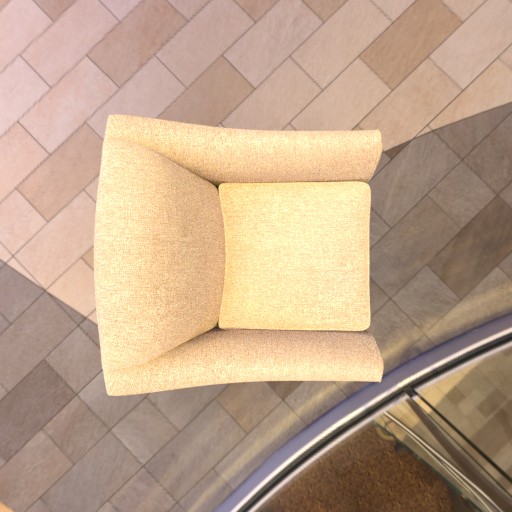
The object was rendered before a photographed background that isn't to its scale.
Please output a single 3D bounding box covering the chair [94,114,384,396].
[{"bbox_3d":[0.000,0.000,1.460,0.787,0.839,0.763,0,89,2],"label":"chair"}]
